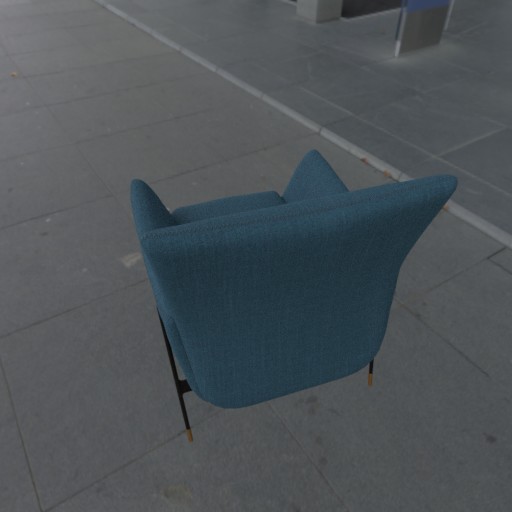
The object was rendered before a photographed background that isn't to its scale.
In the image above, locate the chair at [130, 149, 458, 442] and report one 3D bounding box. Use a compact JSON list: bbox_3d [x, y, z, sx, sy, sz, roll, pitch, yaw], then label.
[{"bbox_3d":[0.000,0.000,1.392,0.678,0.859,0.769,-12,43,-14],"label":"chair"}]
